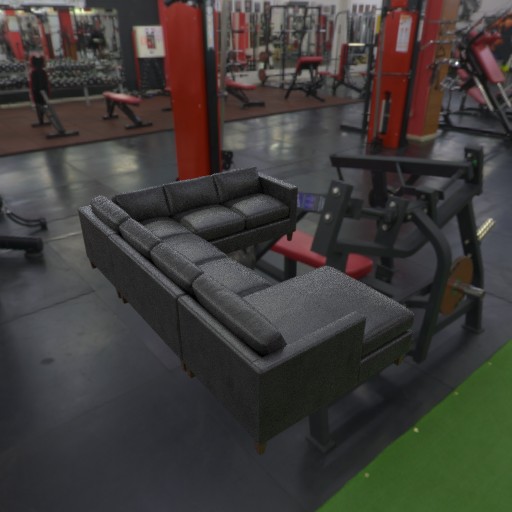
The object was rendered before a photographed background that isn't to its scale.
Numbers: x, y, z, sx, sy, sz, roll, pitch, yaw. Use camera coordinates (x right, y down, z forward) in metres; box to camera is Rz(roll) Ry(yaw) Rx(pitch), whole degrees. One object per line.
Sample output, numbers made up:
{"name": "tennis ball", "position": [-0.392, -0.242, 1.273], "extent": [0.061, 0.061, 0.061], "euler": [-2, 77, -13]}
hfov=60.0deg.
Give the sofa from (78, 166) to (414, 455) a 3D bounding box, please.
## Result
{"name": "sofa", "position": [0.000, 0.000, 4.505], "extent": [2.452, 0.891, 3.324], "euler": [-19, 33, -32]}
